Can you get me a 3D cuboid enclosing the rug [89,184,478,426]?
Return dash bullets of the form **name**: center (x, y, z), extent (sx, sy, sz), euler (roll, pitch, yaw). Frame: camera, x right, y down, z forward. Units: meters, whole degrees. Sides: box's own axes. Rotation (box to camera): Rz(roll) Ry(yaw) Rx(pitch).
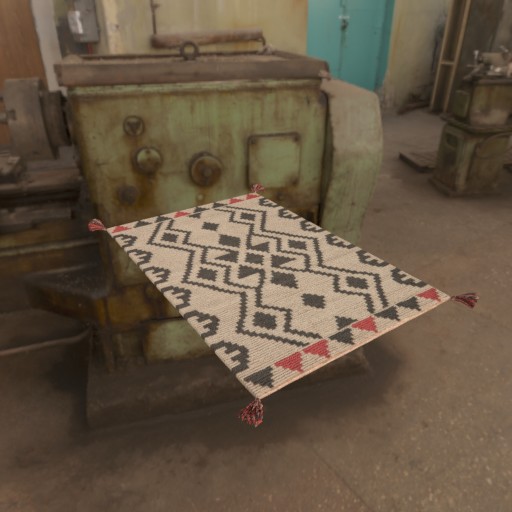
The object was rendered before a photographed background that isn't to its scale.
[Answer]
- **rug**: center (0.000, 0.000, 2.657), extent (1.444, 0.067, 2.069), euler (-18, 34, -29)
